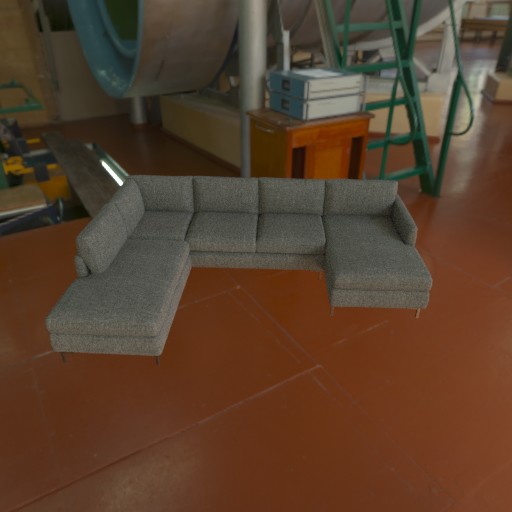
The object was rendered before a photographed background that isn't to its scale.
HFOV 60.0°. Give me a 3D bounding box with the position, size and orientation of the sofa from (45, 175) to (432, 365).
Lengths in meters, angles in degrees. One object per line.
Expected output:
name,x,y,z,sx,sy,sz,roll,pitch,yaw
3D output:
sofa,0.000,0.000,3.663,2.737,0.756,1.879,2,31,3
